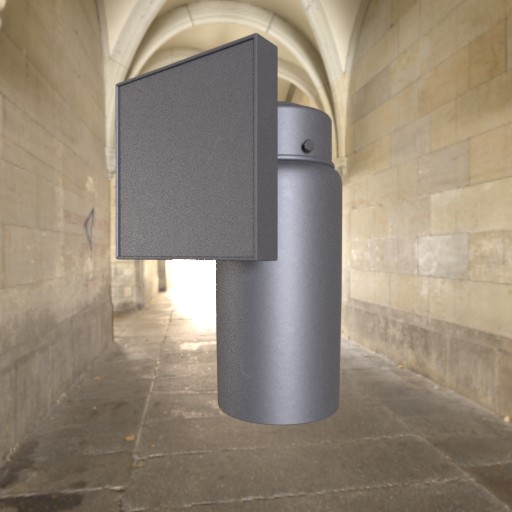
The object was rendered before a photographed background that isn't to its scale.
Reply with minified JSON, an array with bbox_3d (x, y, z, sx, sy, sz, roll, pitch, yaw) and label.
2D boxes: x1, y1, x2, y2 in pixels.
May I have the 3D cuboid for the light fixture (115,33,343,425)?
[{"bbox_3d":[0.000,0.000,0.361,0.130,0.257,0.176,0,0,36],"label":"light fixture"}]
